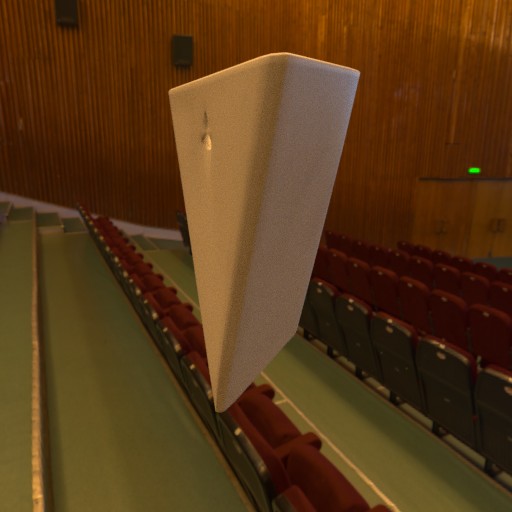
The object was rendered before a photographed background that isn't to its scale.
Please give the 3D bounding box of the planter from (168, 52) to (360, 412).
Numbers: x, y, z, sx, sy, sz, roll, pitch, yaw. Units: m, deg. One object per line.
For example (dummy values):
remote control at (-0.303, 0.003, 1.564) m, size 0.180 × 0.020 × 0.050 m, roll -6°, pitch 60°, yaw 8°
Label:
planter at (0.000, 0.000, 0.265) m, size 0.060 × 0.197 × 0.150 m, roll -7°, pitch 16°, yaw -26°
